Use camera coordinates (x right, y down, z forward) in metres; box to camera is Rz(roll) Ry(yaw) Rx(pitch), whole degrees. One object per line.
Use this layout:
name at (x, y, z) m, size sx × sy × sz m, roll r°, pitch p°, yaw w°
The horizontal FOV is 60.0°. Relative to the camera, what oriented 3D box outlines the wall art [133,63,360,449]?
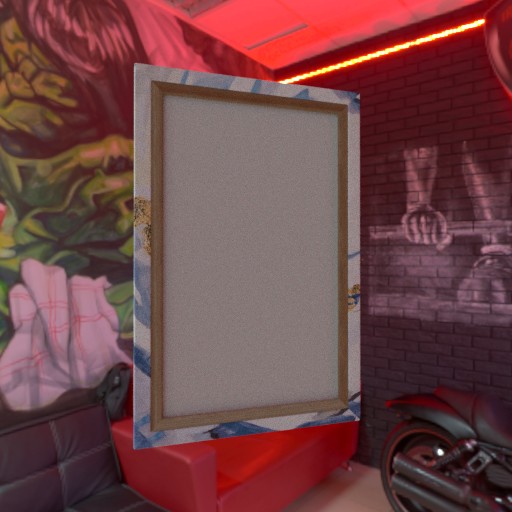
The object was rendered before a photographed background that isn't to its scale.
wall art at (0.000, 0.000, 1.147) m, size 0.610 × 0.914 × 0.016 m, roll 0°, pitch 0°, yaw -18°
